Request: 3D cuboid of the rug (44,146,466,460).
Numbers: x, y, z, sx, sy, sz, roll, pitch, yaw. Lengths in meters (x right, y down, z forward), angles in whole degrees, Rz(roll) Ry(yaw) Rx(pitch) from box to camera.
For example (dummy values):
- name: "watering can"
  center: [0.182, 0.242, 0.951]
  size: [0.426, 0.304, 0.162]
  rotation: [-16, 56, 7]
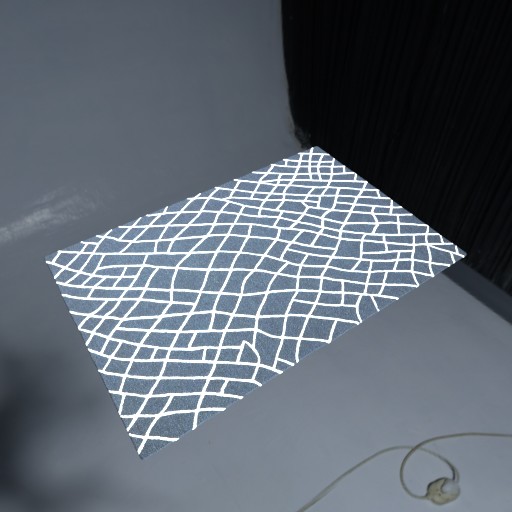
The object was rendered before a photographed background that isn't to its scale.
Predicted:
- name: "rug"
  center: [0.000, 0.000, 2.296]
  size: [1.830, 0.013, 1.223]
  rotation: [-26, 52, -23]
